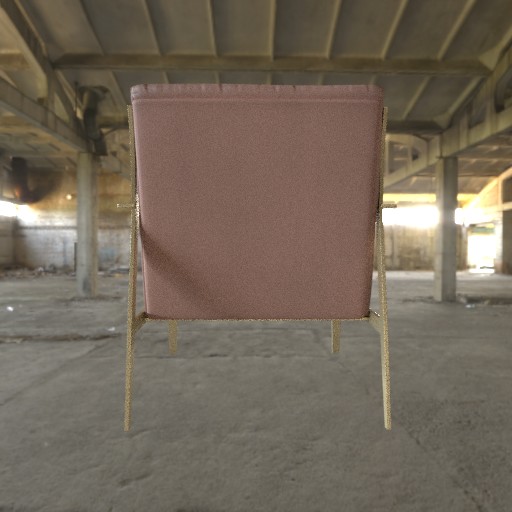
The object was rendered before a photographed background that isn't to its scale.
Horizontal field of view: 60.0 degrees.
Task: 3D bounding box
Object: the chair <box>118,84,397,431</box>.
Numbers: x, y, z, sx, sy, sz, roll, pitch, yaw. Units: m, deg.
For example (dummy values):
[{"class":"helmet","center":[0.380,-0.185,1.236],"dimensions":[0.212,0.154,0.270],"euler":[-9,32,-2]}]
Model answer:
[{"class":"chair","center":[0.000,0.000,1.444],"dimensions":[0.701,0.823,0.848],"euler":[0,0,-1]}]
